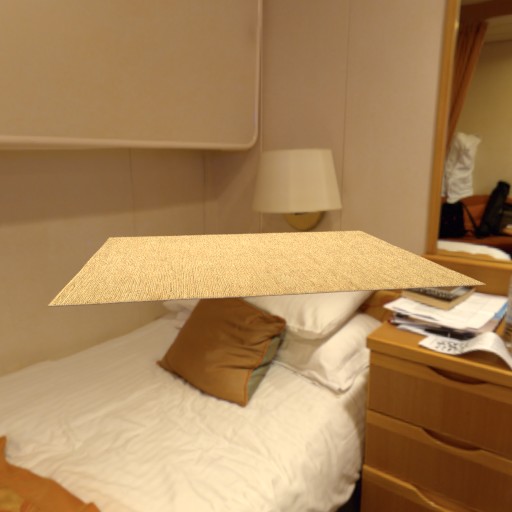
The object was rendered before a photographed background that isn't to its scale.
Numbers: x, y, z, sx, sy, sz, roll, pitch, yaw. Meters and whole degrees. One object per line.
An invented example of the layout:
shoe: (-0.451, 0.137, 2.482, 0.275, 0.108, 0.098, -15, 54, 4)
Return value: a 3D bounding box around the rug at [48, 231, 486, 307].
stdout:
rug: (0.000, 0.000, 4.172, 3.034, 0.012, 2.406, -2, 13, -9)
